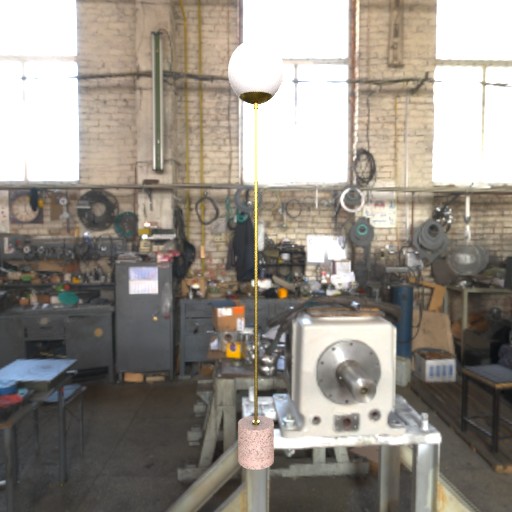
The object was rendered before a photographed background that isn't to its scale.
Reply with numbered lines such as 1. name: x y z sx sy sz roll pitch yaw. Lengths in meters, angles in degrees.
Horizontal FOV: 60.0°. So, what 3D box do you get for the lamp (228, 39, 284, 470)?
1. lamp: 0.000 0.000 1.850 0.229 1.748 0.229 -2 3 -35
